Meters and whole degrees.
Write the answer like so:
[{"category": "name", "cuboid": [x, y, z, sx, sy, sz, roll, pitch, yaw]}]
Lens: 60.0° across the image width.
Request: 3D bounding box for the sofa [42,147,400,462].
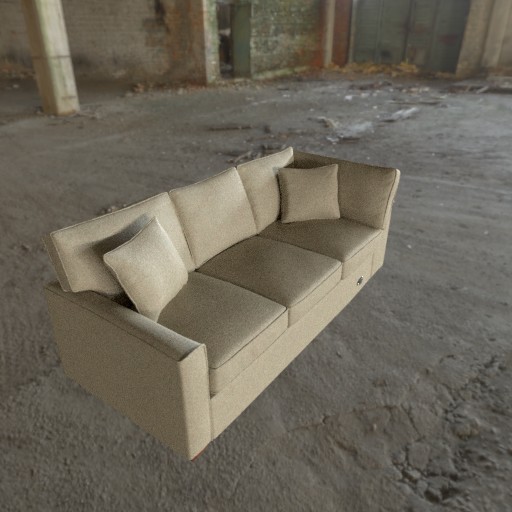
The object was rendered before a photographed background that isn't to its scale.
[{"category": "sofa", "cuboid": [0.000, 0.000, 2.882, 1.061, 0.962, 2.317, 18, 32, 31]}]
